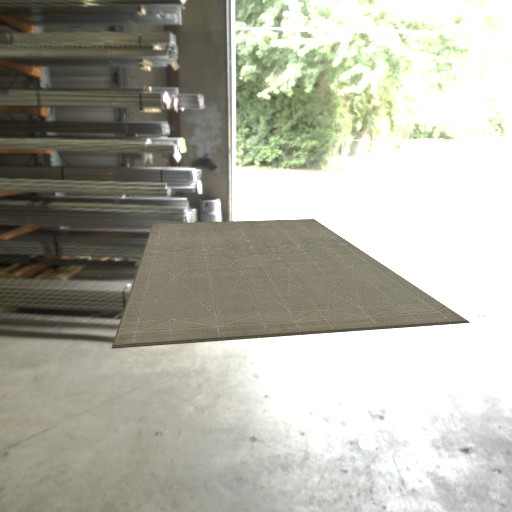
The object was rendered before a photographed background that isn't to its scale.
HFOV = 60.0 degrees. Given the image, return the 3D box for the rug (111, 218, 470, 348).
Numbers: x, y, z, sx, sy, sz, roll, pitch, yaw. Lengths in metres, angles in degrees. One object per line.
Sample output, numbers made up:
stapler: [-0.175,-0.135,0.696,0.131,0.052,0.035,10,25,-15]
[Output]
rug: [0.000,0.000,2.997,1.524,0.012,2.438,-2,16,-9]
